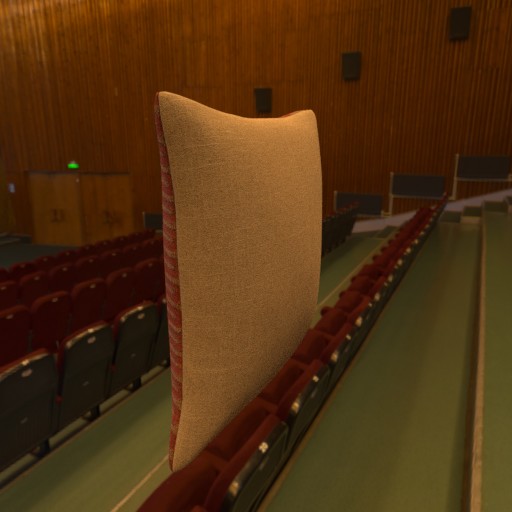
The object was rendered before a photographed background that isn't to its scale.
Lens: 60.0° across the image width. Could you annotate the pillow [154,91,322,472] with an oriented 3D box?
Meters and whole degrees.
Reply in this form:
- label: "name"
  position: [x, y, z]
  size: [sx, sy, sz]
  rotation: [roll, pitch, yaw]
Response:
- label: "pillow"
  position: [0.000, 0.000, 0.768]
  size: [0.182, 0.503, 0.511]
  rotation: [7, 17, 25]
